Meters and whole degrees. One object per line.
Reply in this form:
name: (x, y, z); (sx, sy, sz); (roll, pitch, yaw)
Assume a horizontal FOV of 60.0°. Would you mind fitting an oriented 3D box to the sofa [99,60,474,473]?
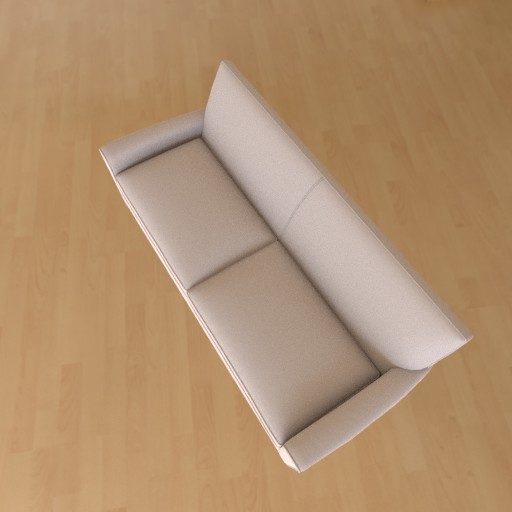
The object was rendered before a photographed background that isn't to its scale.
sofa: (0.000, 0.000, 2.399); (0.875, 0.846, 2.000); (-30, 67, -14)
